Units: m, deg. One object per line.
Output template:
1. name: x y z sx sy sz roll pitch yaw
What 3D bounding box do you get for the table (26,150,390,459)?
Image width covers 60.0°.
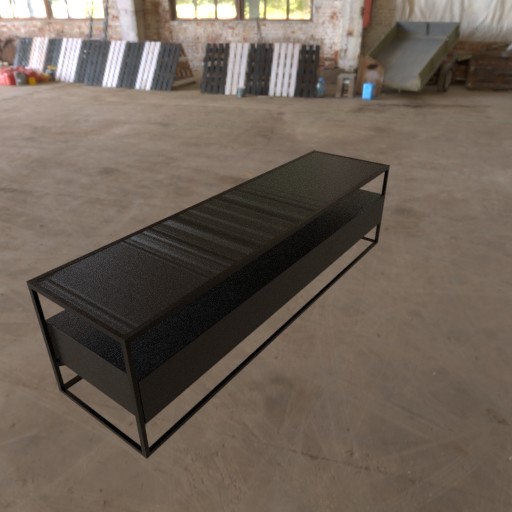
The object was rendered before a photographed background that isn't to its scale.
1. table: 0.000 0.000 1.670 0.399 0.395 1.486 20 35 31
